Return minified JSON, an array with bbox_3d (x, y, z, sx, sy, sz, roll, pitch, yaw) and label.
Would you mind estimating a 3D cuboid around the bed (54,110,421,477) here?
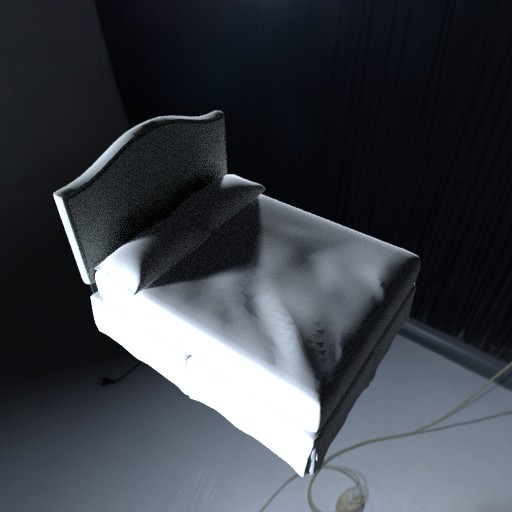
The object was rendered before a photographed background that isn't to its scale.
[{"bbox_3d":[0.000,0.000,3.410,2.180,1.607,1.813,25,46,26],"label":"bed"}]
